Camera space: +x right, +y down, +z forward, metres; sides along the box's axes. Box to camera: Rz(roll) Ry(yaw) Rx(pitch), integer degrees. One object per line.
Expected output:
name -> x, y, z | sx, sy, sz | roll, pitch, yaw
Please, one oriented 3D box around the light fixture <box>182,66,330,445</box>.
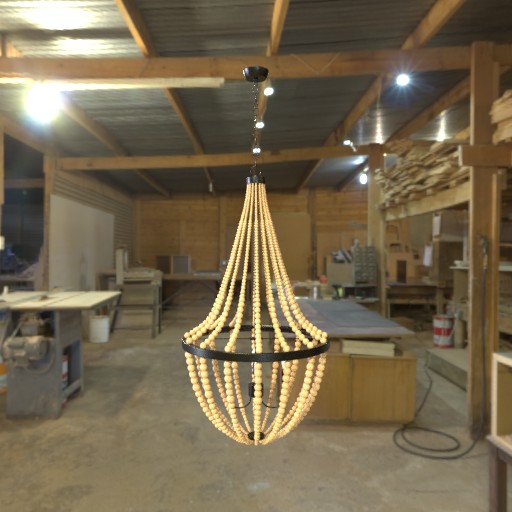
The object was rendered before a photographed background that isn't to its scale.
light fixture -> 0.000, 0.000, 1.364 | 0.450, 1.133, 0.450 | 0, 1, 0
